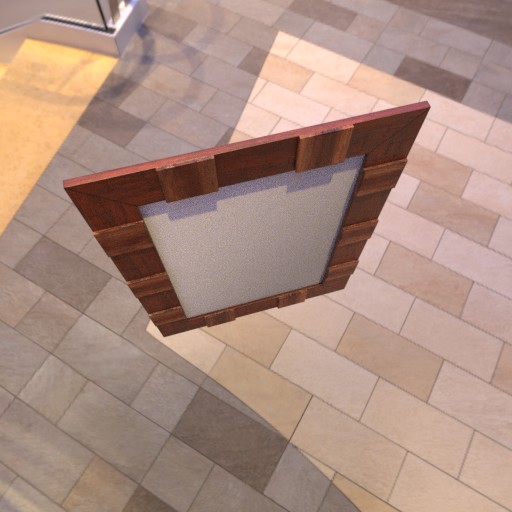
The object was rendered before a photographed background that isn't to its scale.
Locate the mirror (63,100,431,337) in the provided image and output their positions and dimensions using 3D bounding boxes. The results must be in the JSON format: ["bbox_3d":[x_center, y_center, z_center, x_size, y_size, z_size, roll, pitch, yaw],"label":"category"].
[{"bbox_3d":[0.000,0.000,1.060,0.600,0.805,0.021,-14,65,-7],"label":"mirror"}]
